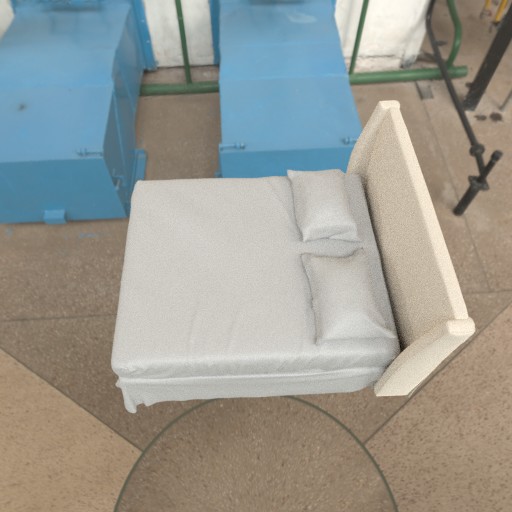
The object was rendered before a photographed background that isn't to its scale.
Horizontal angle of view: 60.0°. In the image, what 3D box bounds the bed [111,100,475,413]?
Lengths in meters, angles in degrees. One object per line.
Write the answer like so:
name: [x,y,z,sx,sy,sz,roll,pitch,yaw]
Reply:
bed: [0.000,0.000,3.372,2.276,1.332,1.925,-2,57,-1]
